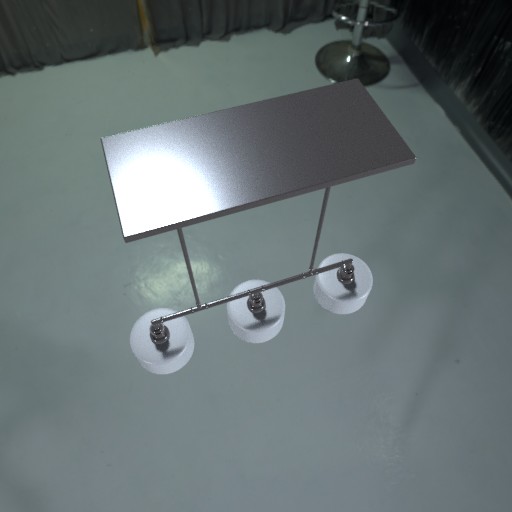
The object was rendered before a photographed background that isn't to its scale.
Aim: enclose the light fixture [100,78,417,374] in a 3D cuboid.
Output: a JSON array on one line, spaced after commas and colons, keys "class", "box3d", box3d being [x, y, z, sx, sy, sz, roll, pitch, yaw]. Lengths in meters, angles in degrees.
[{"class": "light fixture", "box3d": [0.000, 0.000, 0.837, 0.582, 0.557, 0.177, -17, 60, -10]}]
